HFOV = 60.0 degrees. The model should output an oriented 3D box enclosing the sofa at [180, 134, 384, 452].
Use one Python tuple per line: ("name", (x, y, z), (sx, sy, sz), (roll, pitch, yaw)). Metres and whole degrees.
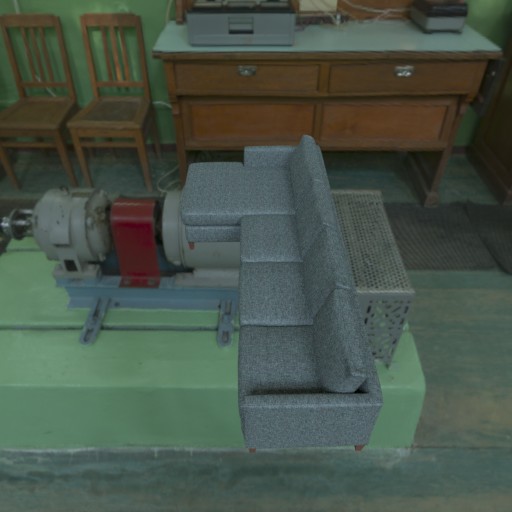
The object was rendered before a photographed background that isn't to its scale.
("sofa", (0.000, 0.000, 4.298), (1.635, 0.960, 3.485), (-1, 42, -1))
